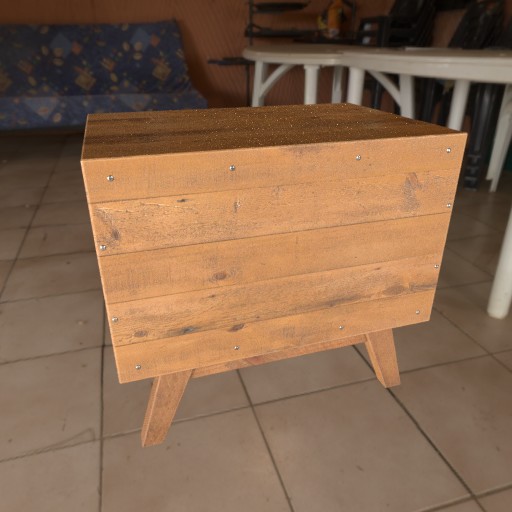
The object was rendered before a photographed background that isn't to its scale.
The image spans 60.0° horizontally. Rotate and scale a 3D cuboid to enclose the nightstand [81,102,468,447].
[{"bbox_3d":[0.000,0.000,1.022,0.650,0.599,0.450,-8,27,-16],"label":"nightstand"}]
